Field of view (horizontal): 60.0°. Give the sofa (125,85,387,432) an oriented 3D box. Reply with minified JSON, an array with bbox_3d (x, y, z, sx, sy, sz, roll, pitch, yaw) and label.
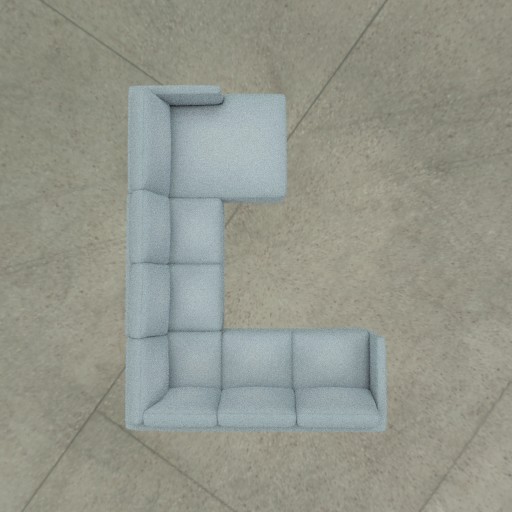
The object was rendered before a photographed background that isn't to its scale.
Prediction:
[{"bbox_3d":[0.000,0.000,4.556,2.551,0.889,3.403,0,88,1],"label":"sofa"}]
